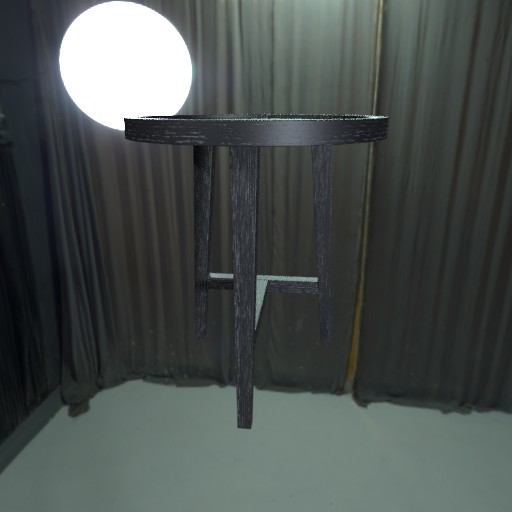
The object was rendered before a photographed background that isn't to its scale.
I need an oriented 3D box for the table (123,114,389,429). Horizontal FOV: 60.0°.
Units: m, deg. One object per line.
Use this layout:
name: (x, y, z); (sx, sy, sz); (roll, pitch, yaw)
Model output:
table: (0.000, 0.000, 0.765); (0.399, 0.460, 0.399); (0, 19, 0)
